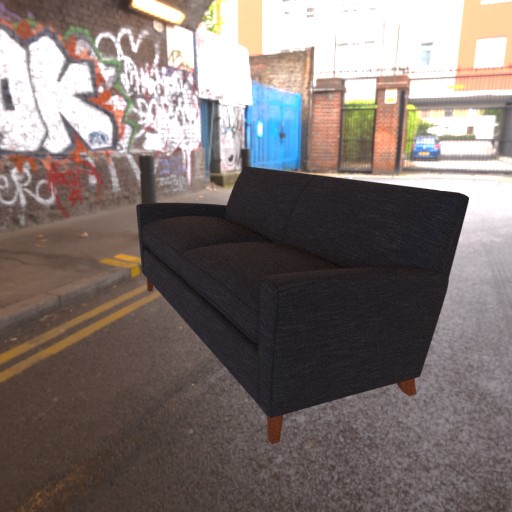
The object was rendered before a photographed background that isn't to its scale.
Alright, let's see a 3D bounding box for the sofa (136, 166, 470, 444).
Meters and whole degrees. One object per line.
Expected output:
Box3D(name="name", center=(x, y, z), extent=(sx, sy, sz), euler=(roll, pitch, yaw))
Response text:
Box3D(name="sofa", center=(0.000, 0.000, 2.424), extent=(0.875, 0.846, 1.976), euler=(-7, 16, -26))
